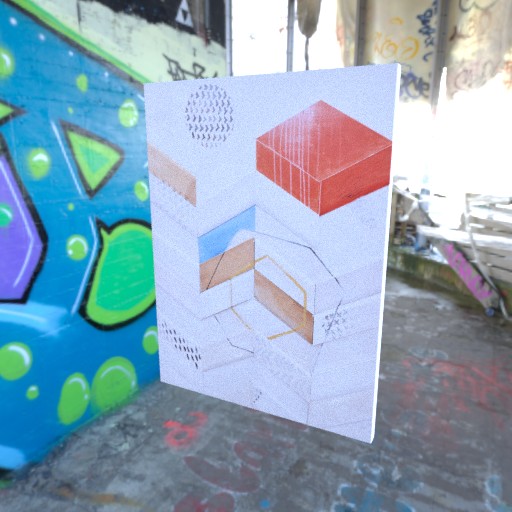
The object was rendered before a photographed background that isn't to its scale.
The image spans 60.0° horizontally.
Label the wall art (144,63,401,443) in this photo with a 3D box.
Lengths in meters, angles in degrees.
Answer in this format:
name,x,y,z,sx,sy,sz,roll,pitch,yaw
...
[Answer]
name,x,y,z,sx,sy,sz,roll,pitch,yaw
wall art,0.000,0.000,1.602,0.914,1.221,0.046,7,16,26
